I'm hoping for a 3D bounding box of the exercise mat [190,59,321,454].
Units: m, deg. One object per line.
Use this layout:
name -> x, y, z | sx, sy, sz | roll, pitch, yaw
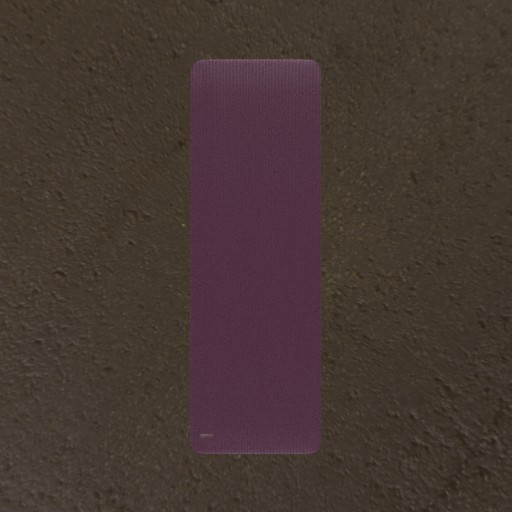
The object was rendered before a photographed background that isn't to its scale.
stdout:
exercise mat -> 0.000, 0.000, 2.099 | 0.616, 0.021, 1.869 | 0, 90, -1
